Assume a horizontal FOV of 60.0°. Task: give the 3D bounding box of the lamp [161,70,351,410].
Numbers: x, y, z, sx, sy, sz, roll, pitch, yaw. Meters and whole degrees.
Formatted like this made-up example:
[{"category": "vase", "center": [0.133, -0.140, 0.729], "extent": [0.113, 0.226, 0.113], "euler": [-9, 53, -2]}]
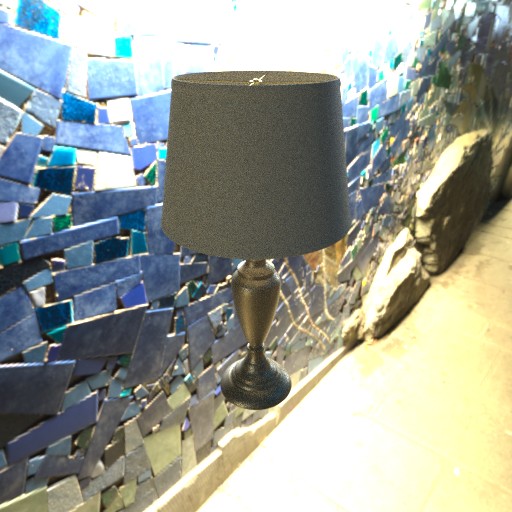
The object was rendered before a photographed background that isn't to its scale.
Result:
[{"category": "lamp", "center": [0.000, 0.000, 0.813], "extent": [0.328, 0.612, 0.328], "euler": [0, 27, 0]}]
